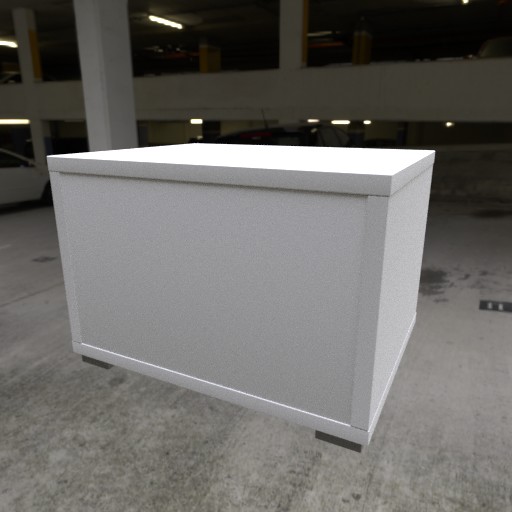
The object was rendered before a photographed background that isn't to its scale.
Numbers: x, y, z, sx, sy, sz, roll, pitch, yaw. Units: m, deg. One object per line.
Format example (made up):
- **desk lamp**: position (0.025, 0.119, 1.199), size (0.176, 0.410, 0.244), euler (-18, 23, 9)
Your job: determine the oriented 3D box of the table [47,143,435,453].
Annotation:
- **table**: position (0.000, 0.000, 0.788), size (0.517, 0.357, 0.399), euler (9, 19, 26)
